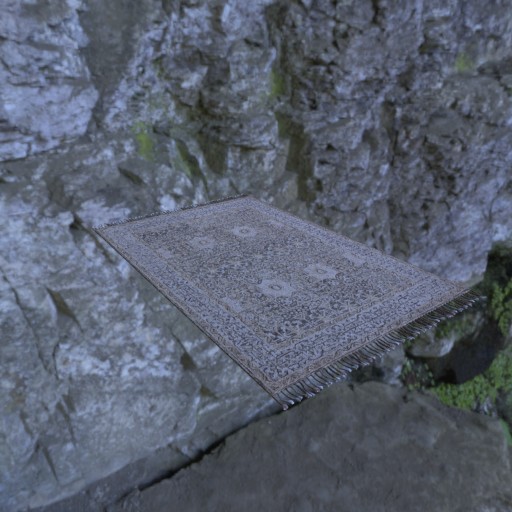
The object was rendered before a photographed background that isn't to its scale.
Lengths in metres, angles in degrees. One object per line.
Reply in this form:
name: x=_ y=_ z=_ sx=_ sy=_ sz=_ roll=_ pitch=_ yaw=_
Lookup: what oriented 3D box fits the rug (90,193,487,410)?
rug: x=0.000 y=0.000 z=2.507 sx=1.237 sy=0.010 sz=2.029 roll=-17 pitch=30 yaw=-32
